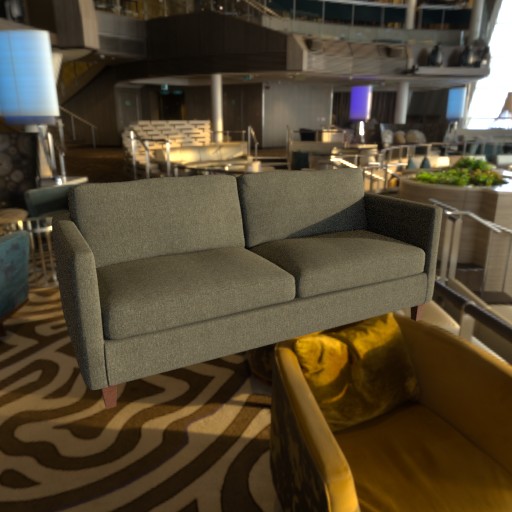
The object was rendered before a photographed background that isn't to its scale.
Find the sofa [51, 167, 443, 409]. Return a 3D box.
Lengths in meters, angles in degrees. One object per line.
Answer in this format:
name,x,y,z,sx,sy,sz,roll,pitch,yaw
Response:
sofa,0.000,0.000,2.732,2.208,0.965,0.948,-9,19,-27
